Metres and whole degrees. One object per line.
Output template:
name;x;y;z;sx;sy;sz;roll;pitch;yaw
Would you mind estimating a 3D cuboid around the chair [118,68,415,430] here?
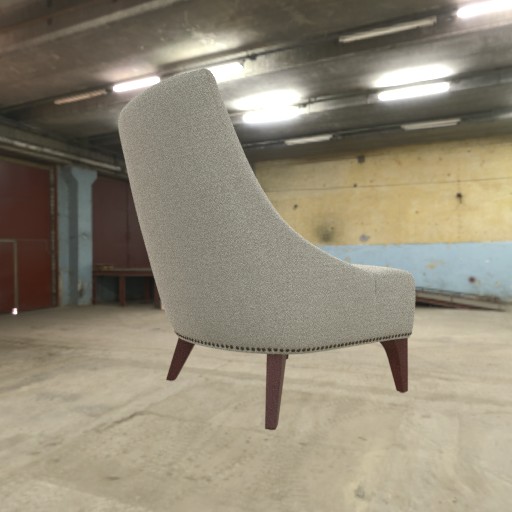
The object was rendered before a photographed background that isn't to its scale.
chair;0.000;0.000;1.493;0.861;0.909;0.701;0;-1;-37
